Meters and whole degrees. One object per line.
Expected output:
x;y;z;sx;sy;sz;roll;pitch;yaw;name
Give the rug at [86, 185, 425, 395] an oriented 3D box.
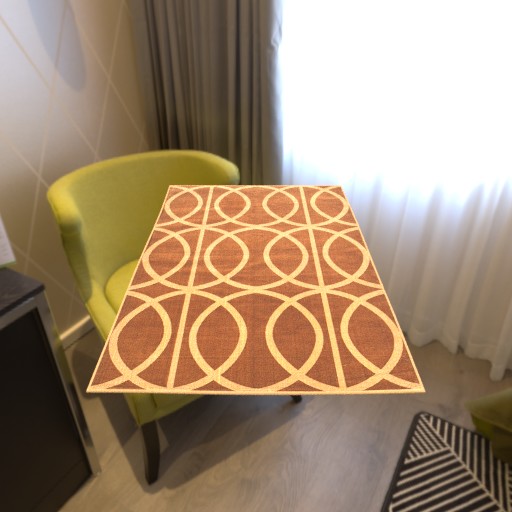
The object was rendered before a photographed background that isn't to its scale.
0.000;0.000;2.934;1.526;0.014;2.290;0;33;0;rug
